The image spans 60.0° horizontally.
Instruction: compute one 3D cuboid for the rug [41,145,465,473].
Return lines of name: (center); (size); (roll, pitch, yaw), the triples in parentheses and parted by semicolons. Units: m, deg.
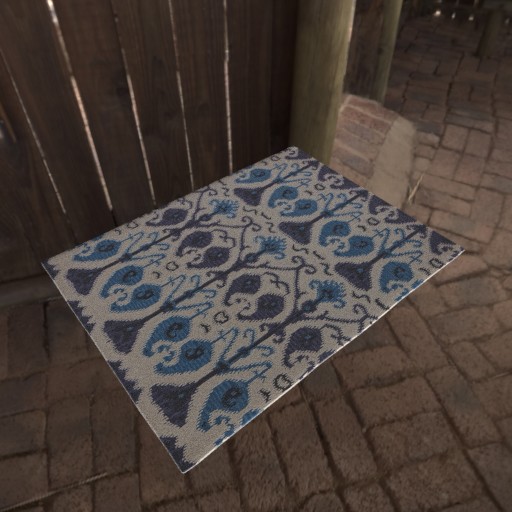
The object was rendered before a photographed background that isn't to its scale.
rug: (0.000, 0.000, 4.209); (3.228, 0.024, 2.443); (-30, 52, -27)
